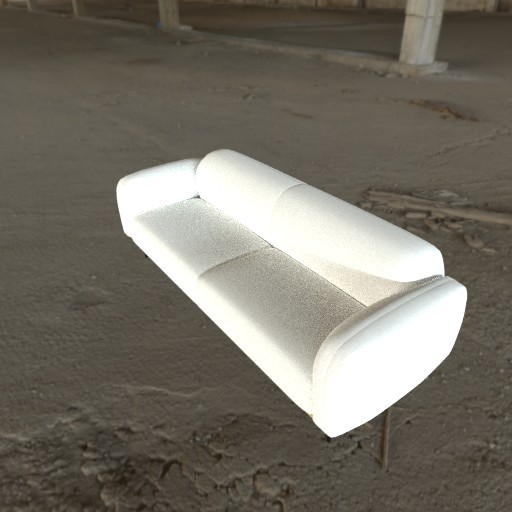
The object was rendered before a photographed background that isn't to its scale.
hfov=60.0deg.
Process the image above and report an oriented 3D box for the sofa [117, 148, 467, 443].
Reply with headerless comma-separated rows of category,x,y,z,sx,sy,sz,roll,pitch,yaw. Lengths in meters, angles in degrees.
sofa,0.000,0.000,2.657,0.870,0.780,2.280,-21,37,-30
